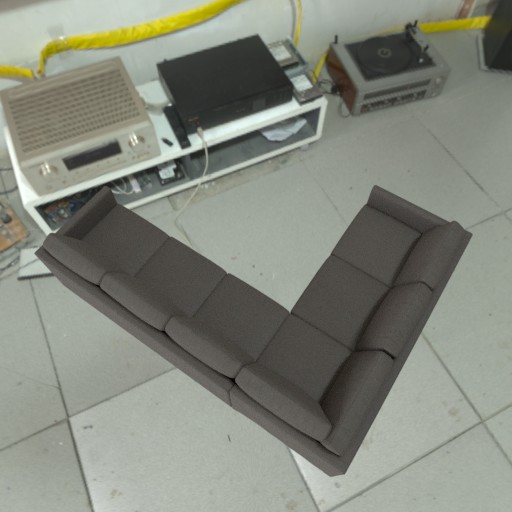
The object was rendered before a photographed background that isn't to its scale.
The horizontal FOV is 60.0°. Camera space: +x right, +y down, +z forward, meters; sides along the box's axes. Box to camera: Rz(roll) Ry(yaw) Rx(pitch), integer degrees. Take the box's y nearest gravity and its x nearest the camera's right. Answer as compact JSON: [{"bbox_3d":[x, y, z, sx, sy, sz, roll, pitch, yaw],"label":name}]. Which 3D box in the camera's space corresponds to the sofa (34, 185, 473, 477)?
[{"bbox_3d":[0.000,0.000,4.228,3.182,0.871,2.432,31,66,15],"label":"sofa"}]
